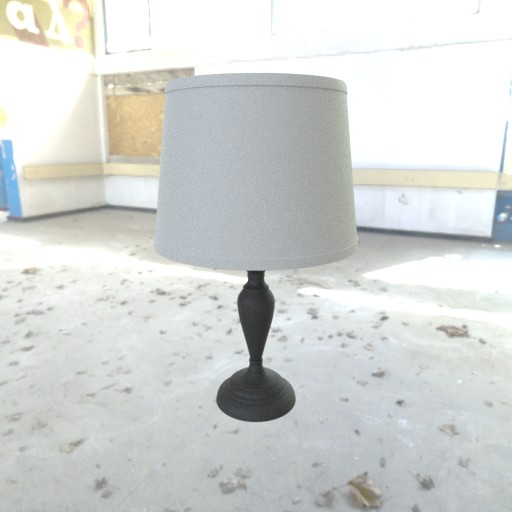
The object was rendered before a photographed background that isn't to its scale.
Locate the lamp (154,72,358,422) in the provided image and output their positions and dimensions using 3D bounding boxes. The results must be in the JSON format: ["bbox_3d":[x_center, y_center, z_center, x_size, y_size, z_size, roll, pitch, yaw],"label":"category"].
[{"bbox_3d":[0.000,0.000,0.694,0.310,0.501,0.310,0,15,0],"label":"lamp"}]
